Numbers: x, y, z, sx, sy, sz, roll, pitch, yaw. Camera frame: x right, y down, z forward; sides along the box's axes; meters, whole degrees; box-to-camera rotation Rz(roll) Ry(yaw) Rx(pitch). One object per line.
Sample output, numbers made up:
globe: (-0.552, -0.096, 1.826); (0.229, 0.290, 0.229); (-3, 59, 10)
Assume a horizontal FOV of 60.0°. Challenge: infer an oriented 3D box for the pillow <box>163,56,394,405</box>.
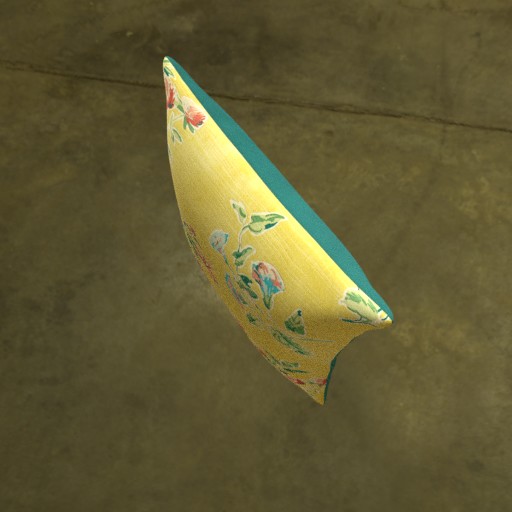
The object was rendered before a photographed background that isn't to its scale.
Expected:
pillow: (0.000, 0.000, 0.810); (0.166, 0.508, 0.525); (-31, 66, -15)
